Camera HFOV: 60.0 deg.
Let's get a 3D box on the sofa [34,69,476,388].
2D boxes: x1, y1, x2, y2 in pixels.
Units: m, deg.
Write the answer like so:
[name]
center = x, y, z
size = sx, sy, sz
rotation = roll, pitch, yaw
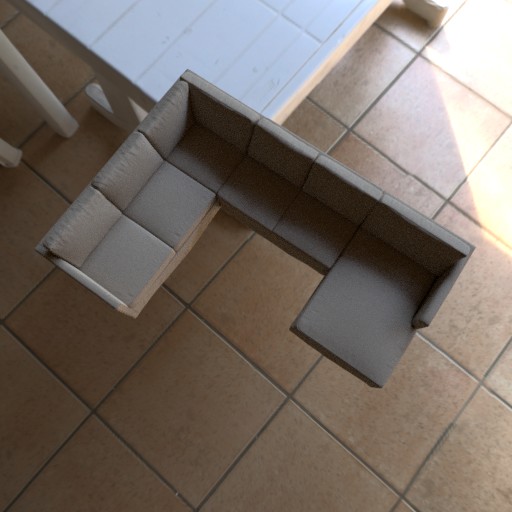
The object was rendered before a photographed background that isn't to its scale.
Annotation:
[sofa]
center = 0.000, 0.000, 4.429
size = 3.460, 0.882, 2.427
rotation = 34, 78, 8
